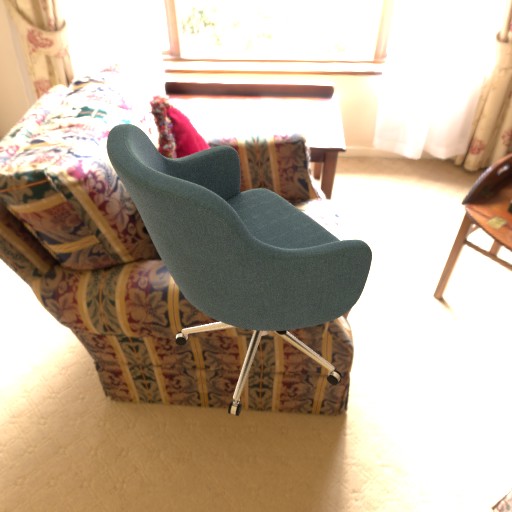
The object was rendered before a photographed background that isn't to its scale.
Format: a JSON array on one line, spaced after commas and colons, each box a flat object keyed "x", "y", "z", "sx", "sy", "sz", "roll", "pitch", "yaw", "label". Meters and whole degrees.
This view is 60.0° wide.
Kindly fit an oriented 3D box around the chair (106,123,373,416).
[{"x": 0.000, "y": 0.000, "z": 1.257, "sx": 0.655, "sy": 0.820, "sz": 0.599, "roll": -26, "pitch": 48, "yaw": -26, "label": "chair"}]
